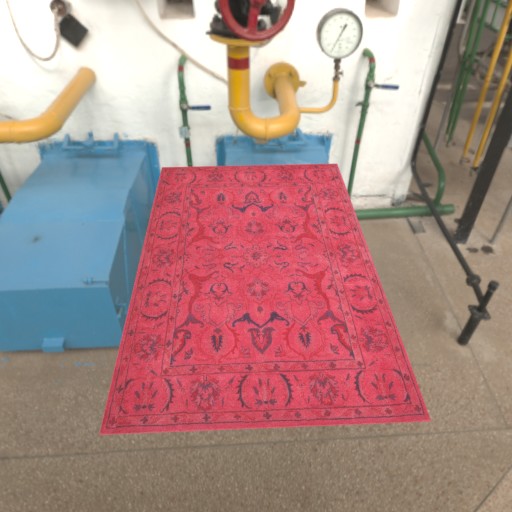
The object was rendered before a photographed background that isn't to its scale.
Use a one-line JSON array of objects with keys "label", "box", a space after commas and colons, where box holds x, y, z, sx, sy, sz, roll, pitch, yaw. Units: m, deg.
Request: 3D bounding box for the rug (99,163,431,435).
[{"label": "rug", "box": [0.000, 0.000, 2.956, 1.534, 0.010, 2.423, -2, 41, -2]}]
